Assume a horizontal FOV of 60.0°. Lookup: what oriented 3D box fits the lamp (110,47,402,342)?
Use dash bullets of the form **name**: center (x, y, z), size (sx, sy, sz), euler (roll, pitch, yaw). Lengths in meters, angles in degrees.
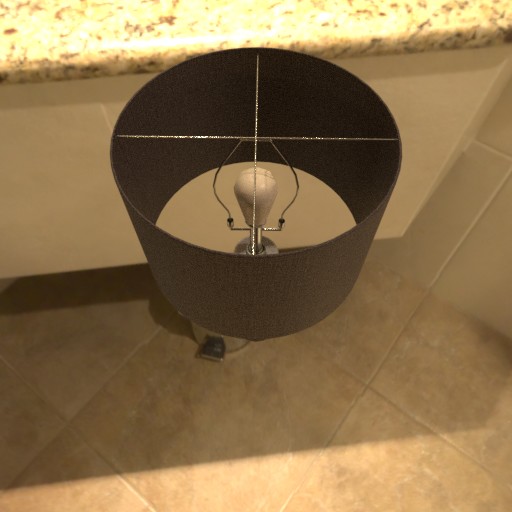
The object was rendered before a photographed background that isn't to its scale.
- **lamp**: center (0.000, 0.000, 0.672), size (0.303, 0.488, 0.303), euler (0, 58, 0)
